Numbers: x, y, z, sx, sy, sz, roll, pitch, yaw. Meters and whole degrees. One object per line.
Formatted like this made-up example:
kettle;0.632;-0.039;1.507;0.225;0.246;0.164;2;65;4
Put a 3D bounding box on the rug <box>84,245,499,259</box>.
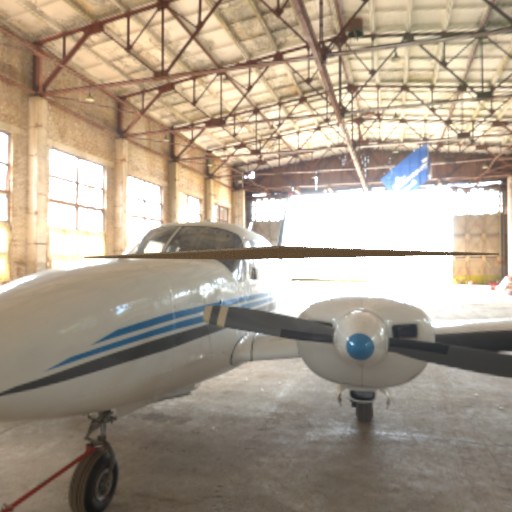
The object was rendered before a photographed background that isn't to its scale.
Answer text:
rug;0.000;0.000;2.152;1.142;0.006;1.752;1;-2;-36
